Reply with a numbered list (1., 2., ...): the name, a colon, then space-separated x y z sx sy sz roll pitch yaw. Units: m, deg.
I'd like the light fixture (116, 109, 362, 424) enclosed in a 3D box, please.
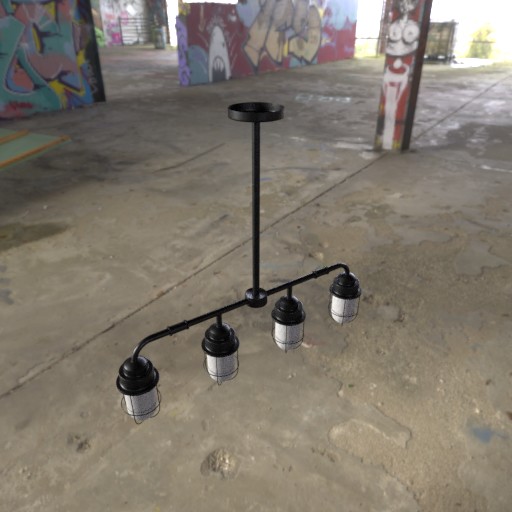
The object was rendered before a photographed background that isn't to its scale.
1. light fixture: 0.000 0.000 1.213 0.852 0.785 0.131 -18 34 -30
